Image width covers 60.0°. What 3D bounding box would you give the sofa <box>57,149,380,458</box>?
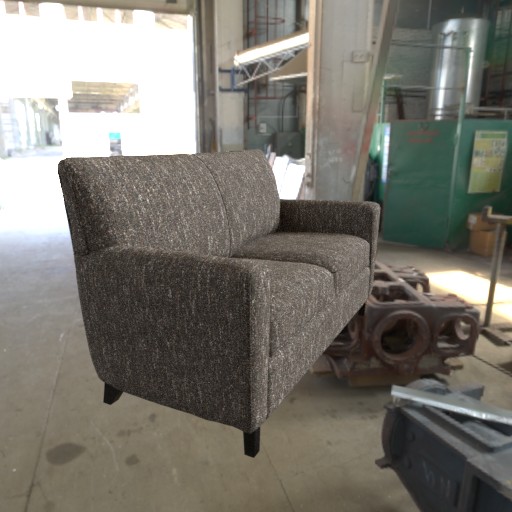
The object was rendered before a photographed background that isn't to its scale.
[{"bbox_3d":[0.000,0.000,2.075,0.801,0.946,1.519,8,17,27],"label":"sofa"}]
